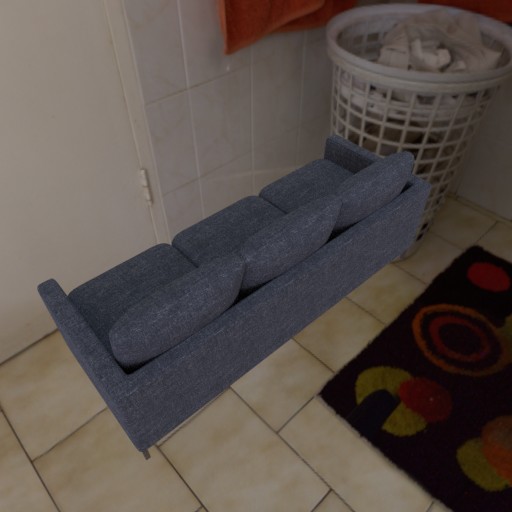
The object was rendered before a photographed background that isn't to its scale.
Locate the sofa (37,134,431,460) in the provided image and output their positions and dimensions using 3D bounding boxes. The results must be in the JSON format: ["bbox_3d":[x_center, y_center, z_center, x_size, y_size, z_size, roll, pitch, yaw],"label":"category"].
[{"bbox_3d":[0.000,0.000,2.653,2.218,0.874,0.859,-32,54,-27],"label":"sofa"}]
